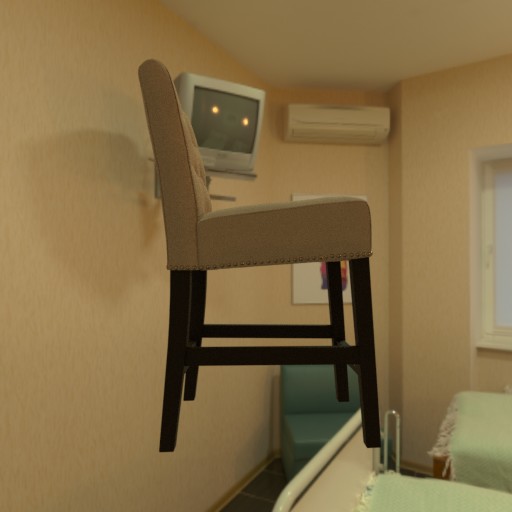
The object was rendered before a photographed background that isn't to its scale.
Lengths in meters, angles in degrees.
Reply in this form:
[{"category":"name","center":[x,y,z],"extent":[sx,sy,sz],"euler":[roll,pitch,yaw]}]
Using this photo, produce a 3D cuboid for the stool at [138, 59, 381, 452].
[{"category":"stool","center":[0.000,0.000,1.194],"extent":[0.571,0.885,0.427],"euler":[0,0,-1]}]
